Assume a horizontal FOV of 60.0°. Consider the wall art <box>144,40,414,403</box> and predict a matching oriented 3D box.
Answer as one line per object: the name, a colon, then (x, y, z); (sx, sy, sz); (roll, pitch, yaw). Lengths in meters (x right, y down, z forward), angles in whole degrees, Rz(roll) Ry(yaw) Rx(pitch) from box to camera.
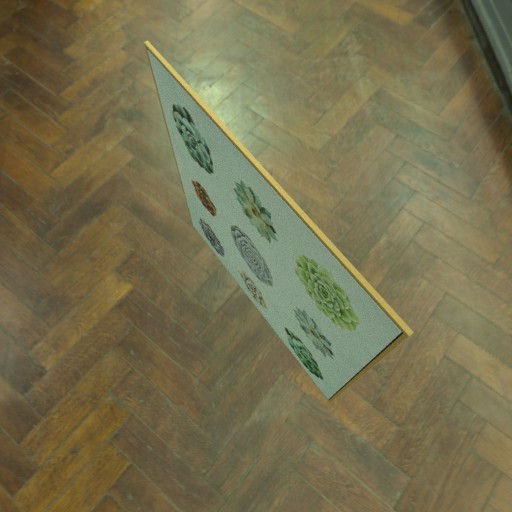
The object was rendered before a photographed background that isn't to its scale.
wall art: (0.000, 0.000, 1.414); (0.013, 0.959, 0.962); (-34, 69, -15)
